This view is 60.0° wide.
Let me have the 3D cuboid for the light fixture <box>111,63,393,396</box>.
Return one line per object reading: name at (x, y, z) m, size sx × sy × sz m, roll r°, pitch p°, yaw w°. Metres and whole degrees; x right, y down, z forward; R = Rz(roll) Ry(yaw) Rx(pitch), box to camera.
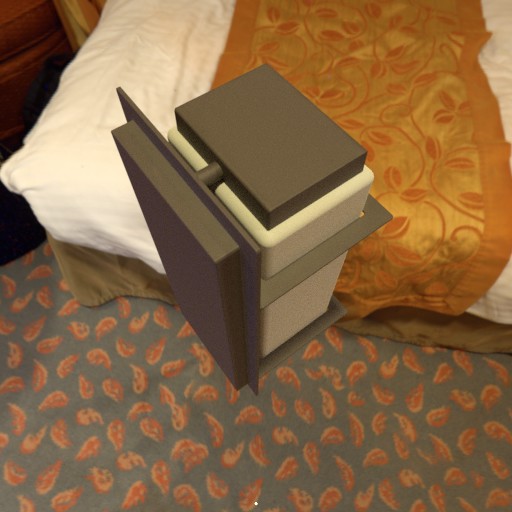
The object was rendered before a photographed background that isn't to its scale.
light fixture at (0.000, 0.000, 0.423) m, size 0.146 × 0.347 × 0.153 m, roll -33°, pitch 66°, yaw -17°
